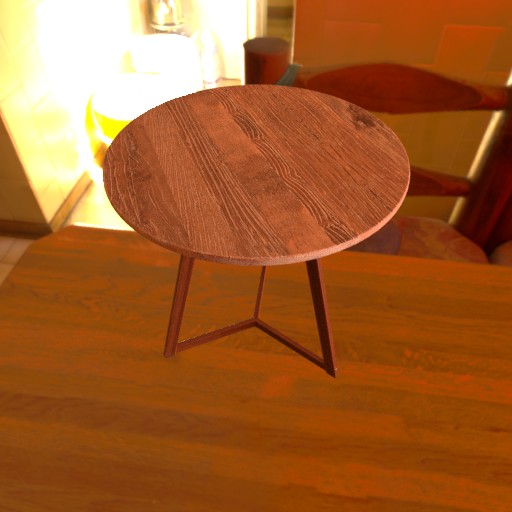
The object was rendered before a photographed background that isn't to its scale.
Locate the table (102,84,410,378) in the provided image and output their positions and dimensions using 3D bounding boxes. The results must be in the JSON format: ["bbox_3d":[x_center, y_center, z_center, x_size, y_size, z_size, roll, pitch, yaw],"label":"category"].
[{"bbox_3d":[0.000,0.000,0.915,0.500,0.500,0.500,0,46,0],"label":"table"}]
